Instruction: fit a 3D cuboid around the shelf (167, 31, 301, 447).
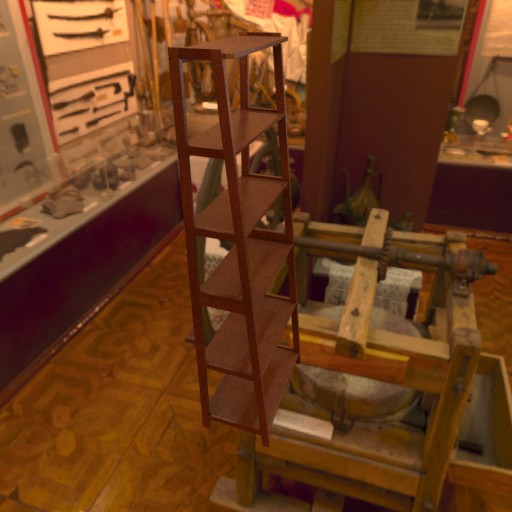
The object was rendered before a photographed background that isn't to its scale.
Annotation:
[{"bbox_3d":[0.000,0.000,2.148,0.382,1.892,0.660,10,33,17],"label":"shelf"}]
